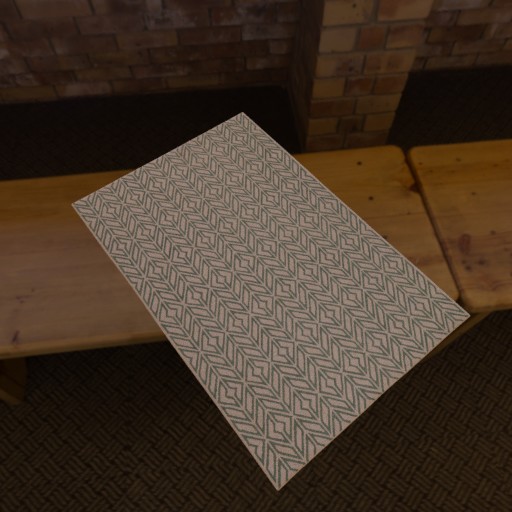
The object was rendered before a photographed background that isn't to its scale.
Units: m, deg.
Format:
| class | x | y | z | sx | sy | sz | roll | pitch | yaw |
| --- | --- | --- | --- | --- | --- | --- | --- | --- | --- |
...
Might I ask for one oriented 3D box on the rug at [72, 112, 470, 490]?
| class | x | y | z | sx | sy | sz | roll | pitch | yaw |
| --- | --- | --- | --- | --- | --- | --- | --- | --- | --- |
| rug | 0.000 | 0.000 | 2.335 | 1.220 | 0.007 | 1.828 | -34 | 65 | -19 |
